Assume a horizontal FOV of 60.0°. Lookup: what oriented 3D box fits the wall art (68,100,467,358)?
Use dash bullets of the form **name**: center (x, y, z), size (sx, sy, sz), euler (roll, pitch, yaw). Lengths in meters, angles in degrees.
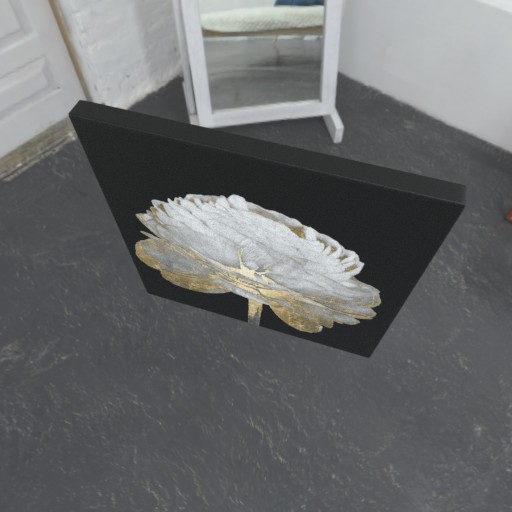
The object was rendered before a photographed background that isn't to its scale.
- **wall art**: center (0.000, 0.000, 0.915), size (0.610, 0.611, 0.043), euler (15, 59, 9)
